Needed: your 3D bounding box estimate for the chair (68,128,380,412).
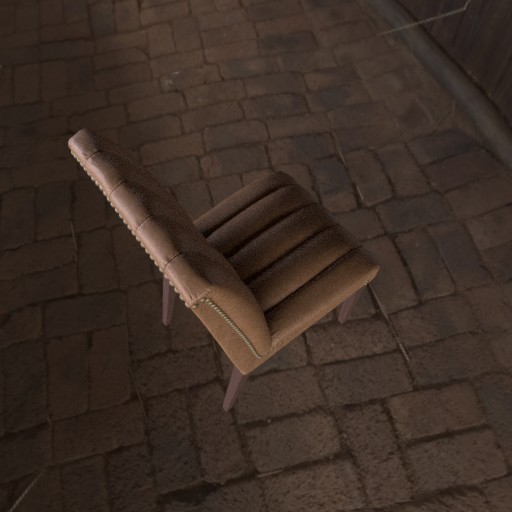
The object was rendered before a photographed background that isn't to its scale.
[{"bbox_3d":[0.000,0.000,1.353,0.647,1.016,0.511,-34,65,-18],"label":"chair"}]
